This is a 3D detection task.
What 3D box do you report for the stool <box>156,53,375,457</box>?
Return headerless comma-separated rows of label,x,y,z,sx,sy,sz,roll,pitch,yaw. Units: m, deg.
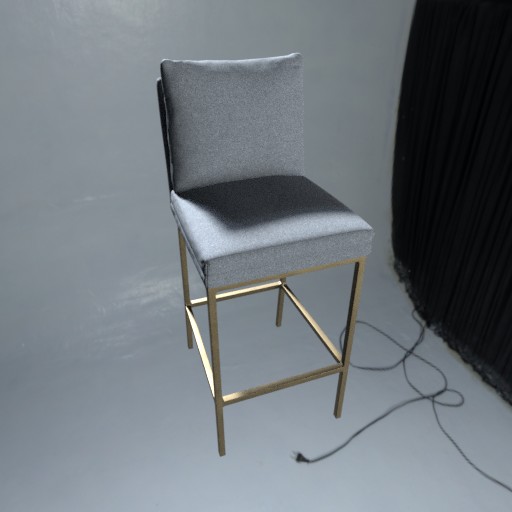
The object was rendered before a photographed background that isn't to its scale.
stool,0.000,0.000,1.412,0.463,1.130,0.569,-11,34,-17
